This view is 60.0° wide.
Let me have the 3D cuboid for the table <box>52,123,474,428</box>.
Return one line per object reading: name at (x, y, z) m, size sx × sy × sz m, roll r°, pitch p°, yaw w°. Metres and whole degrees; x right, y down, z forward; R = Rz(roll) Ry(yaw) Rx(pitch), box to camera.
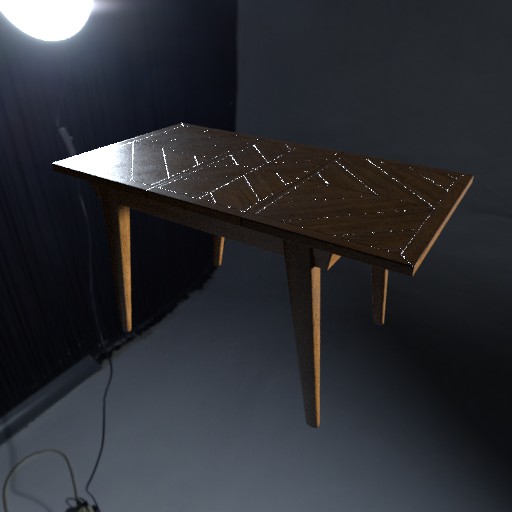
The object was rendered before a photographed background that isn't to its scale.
table at (0.000, 0.000, 1.861) m, size 1.400 × 0.760 × 0.757 m, roll 18°, pitch 35°, yaw 28°
